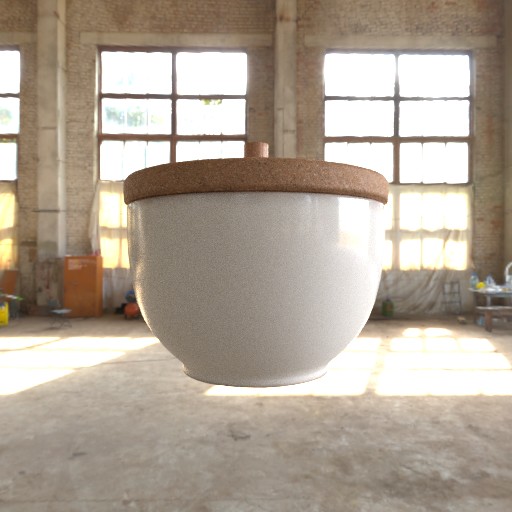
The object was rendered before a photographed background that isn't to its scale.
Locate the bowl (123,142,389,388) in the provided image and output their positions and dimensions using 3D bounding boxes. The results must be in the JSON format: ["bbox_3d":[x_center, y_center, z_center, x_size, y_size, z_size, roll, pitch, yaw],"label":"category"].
[{"bbox_3d":[0.000,0.000,0.220,0.126,0.110,0.126,0,1,0],"label":"bowl"}]
